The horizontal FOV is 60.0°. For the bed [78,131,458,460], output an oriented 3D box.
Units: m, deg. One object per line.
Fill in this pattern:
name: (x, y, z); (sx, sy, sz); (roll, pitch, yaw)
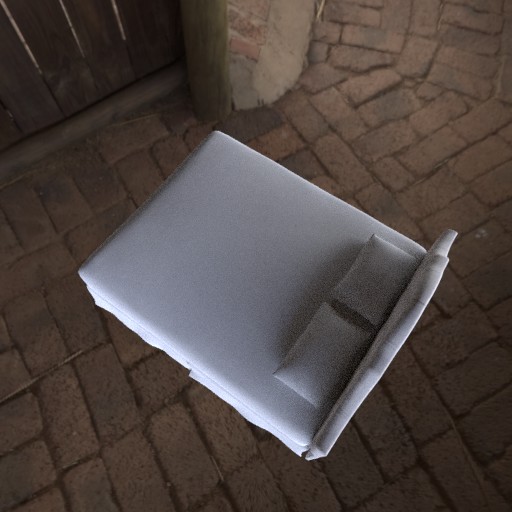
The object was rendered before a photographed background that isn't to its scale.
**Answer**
bed: (0.000, 0.000, 3.655); (2.477, 1.617, 2.039); (33, 68, 15)
